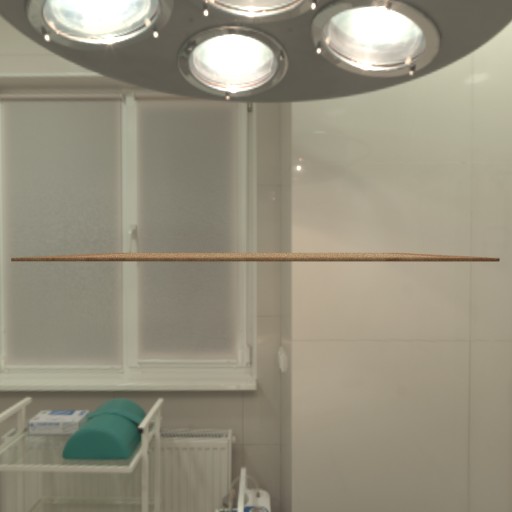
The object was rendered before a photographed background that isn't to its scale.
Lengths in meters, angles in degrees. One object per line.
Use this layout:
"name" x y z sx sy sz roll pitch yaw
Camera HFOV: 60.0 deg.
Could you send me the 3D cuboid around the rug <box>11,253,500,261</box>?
"rug" 0.000 0.000 2.262 1.829 0.014 1.219 0 1 1
